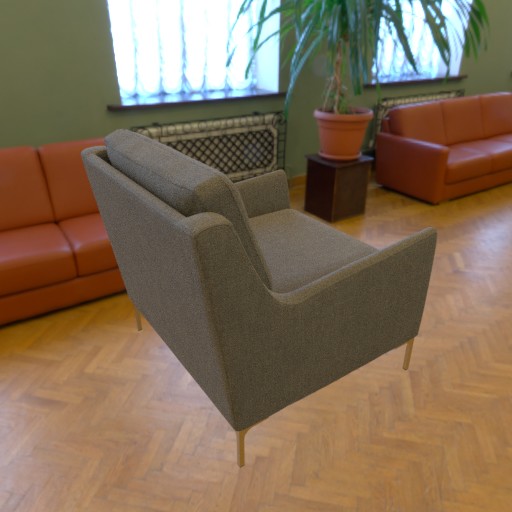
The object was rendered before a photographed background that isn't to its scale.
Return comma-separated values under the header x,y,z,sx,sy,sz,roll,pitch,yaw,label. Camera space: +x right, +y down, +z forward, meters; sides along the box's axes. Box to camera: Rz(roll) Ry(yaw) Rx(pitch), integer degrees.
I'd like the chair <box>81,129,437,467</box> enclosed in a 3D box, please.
x,y,z,sx,sy,sz,roll,pitch,yaw,label
0.000,0.000,1.522,0.849,0.828,0.847,-17,32,-30,chair
